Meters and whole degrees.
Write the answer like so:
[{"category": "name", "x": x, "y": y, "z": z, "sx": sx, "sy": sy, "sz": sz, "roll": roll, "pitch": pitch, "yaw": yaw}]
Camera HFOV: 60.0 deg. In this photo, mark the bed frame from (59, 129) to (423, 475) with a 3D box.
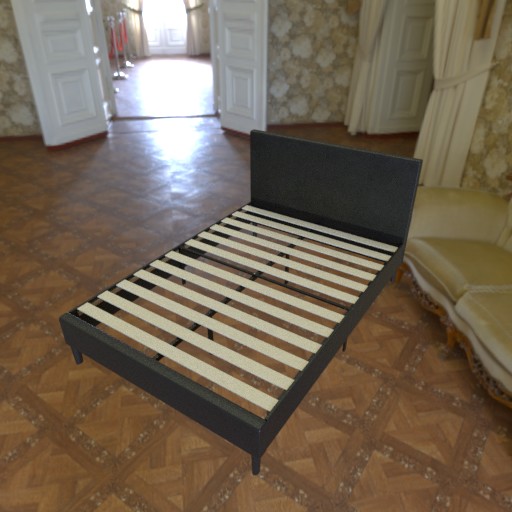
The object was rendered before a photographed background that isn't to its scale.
[{"category": "bed frame", "x": 0.000, "y": 0.000, "z": 3.043, "sx": 1.469, "sy": 1.046, "sz": 2.152, "roll": 19, "pitch": 36, "yaw": 28}]
